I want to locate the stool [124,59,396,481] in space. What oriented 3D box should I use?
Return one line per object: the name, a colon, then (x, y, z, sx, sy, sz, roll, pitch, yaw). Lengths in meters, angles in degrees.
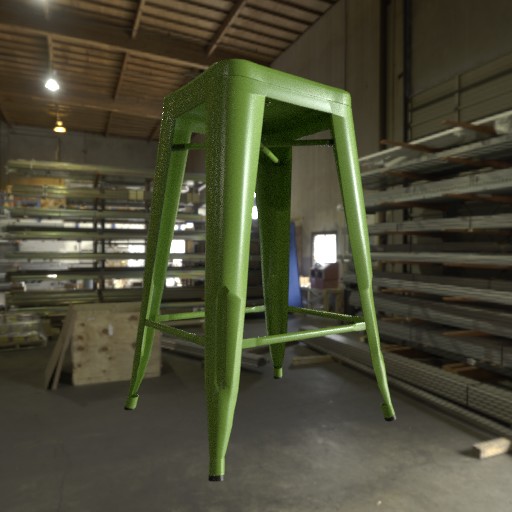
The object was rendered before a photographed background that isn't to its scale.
stool: (0.000, 0.000, 0.848, 0.398, 0.609, 0.358, 0, 1, -36)
